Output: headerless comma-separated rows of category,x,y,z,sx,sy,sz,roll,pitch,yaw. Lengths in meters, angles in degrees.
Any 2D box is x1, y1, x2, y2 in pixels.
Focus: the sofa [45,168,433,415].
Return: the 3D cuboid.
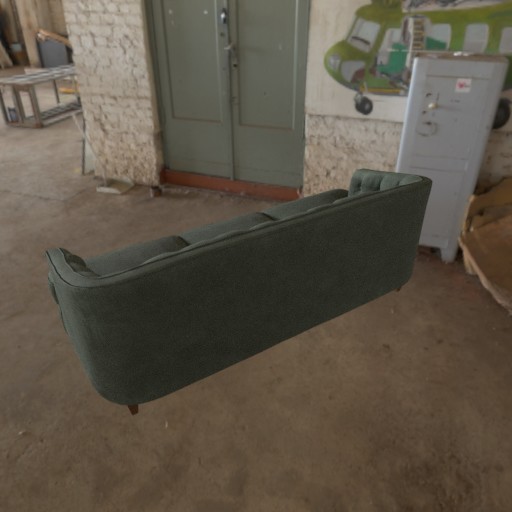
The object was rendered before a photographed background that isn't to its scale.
sofa,0.000,0.000,2.739,2.278,0.855,0.941,-19,35,-28
